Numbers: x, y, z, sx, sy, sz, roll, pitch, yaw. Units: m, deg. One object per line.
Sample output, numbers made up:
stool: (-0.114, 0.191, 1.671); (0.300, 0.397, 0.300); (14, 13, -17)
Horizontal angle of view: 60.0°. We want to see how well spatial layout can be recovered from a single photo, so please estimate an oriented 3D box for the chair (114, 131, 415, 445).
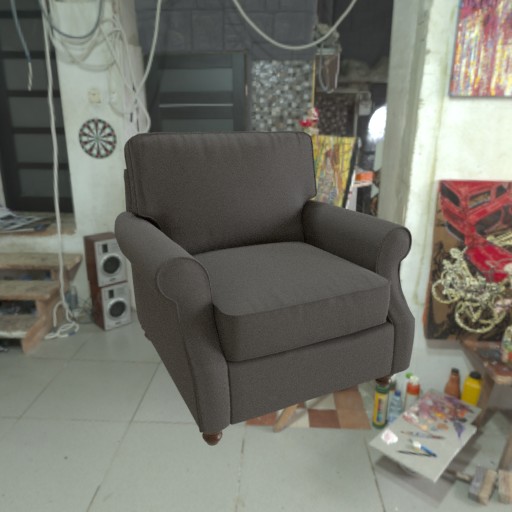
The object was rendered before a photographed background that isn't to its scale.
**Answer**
chair: (0.000, 0.000, 1.809); (1.029, 0.967, 0.966); (-8, 19, -25)
